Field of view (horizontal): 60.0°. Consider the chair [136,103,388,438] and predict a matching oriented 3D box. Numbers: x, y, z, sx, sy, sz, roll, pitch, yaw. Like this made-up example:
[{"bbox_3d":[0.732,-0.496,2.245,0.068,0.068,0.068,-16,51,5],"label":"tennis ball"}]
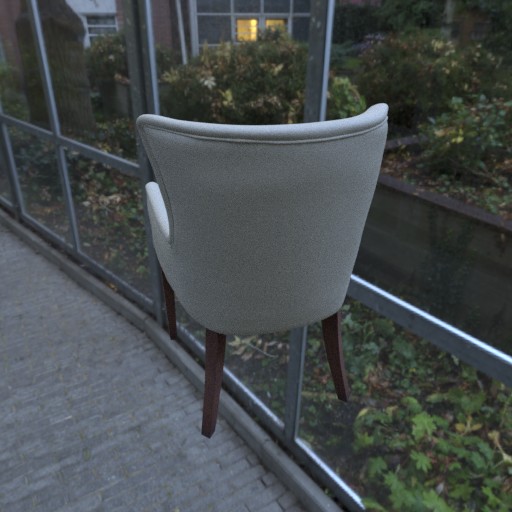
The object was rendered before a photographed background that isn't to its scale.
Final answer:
[{"bbox_3d":[0.000,0.000,1.421,0.660,0.952,0.686,-8,28,-16],"label":"chair"}]
